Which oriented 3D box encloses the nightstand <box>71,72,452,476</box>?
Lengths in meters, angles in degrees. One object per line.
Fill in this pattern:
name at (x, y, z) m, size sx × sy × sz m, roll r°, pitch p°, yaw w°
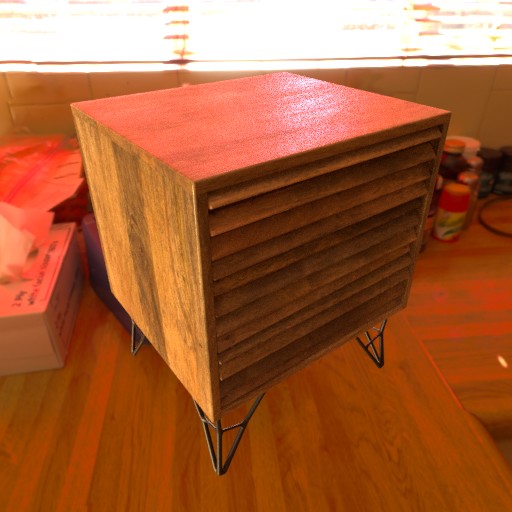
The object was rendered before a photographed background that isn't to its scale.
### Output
nightstand at (0.000, 0.000, 0.852) m, size 0.457 × 0.559 × 0.406 m, roll -22°, pitch 39°, yaw -30°
